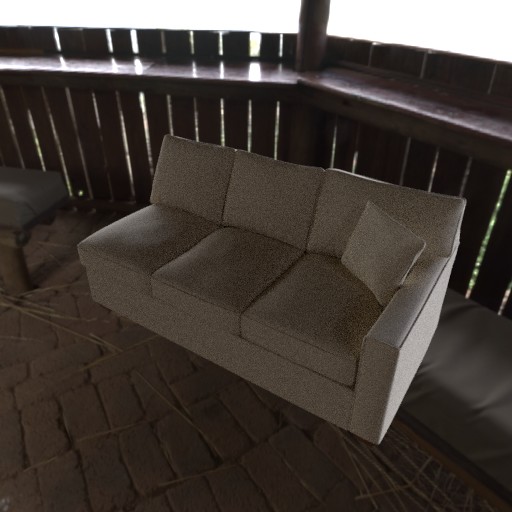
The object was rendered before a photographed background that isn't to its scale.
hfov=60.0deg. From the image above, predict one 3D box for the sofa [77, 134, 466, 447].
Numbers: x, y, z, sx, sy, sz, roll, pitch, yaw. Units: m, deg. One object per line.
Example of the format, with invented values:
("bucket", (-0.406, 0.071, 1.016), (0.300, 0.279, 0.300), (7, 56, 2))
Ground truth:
("sofa", (0.000, 0.000, 2.550), (1.963, 0.946, 1.034), (19, 36, 28))
